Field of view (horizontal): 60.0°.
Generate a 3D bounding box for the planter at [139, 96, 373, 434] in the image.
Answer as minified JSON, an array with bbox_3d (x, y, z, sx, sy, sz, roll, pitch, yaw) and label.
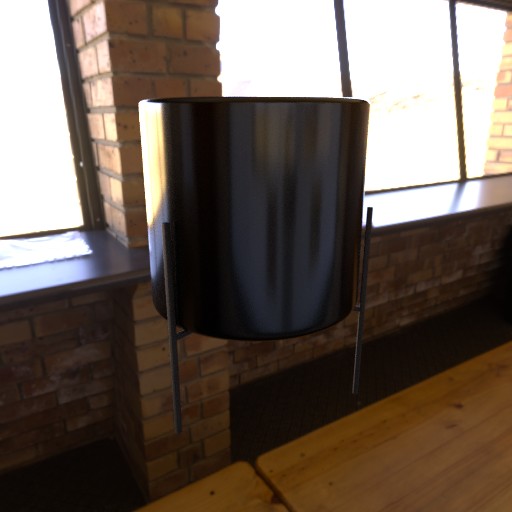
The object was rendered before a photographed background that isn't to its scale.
[{"bbox_3d":[0.000,0.000,0.650,0.310,0.432,0.310,8,20,25],"label":"planter"}]
